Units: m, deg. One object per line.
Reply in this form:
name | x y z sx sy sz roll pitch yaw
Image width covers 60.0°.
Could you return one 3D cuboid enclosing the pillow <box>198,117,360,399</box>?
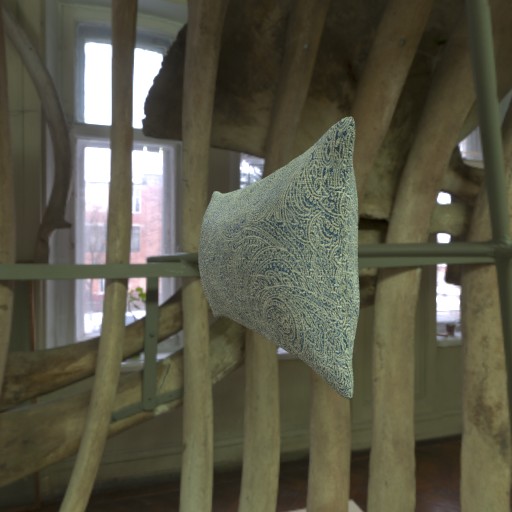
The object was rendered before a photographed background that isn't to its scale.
pillow | 0.000 0.000 0.745 0.151 0.295 0.615 0 1 -18
